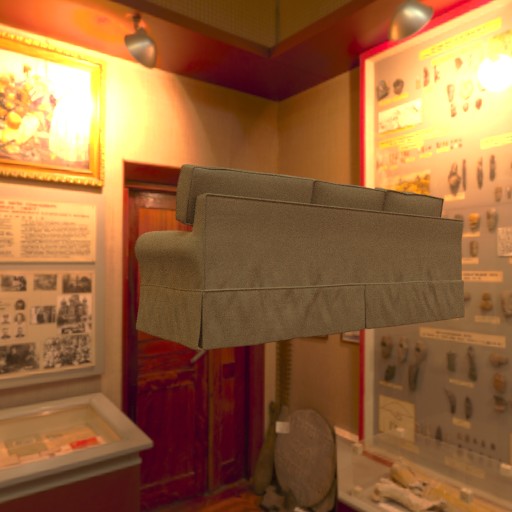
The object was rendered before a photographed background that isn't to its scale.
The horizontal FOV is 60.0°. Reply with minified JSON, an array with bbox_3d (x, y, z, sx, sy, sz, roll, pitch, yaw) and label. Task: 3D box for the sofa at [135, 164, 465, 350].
[{"bbox_3d":[0.000,0.000,4.157,2.623,1.081,2.618,1,-1,-35],"label":"sofa"}]
